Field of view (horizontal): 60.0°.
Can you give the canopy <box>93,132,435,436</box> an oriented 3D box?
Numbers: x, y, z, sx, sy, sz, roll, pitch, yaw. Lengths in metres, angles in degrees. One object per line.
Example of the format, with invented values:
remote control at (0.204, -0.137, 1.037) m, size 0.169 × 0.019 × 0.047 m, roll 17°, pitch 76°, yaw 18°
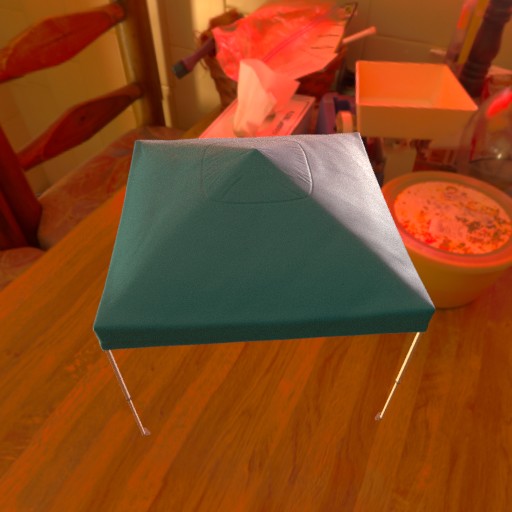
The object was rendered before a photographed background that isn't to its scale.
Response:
canopy at (0.000, 0.000, 5.382) m, size 2.996 × 2.997 × 2.998 m, roll -3°, pitch 46°, yaw -3°
